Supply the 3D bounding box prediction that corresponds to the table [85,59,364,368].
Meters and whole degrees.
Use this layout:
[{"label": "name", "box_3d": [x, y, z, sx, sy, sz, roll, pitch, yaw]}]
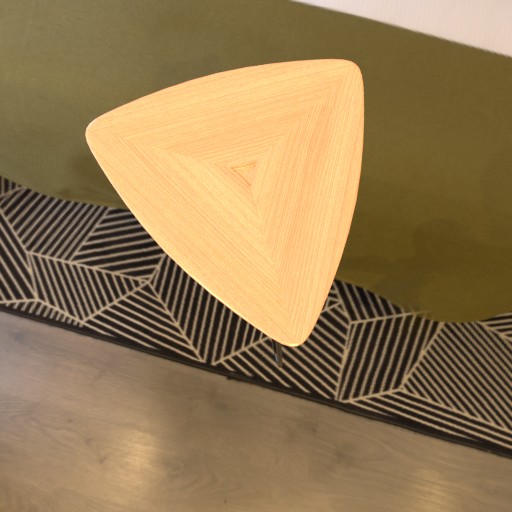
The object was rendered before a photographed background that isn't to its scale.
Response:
[{"label": "table", "box_3d": [0.000, 0.000, 0.902, 0.442, 0.564, 0.455, -15, 76, -4]}]
